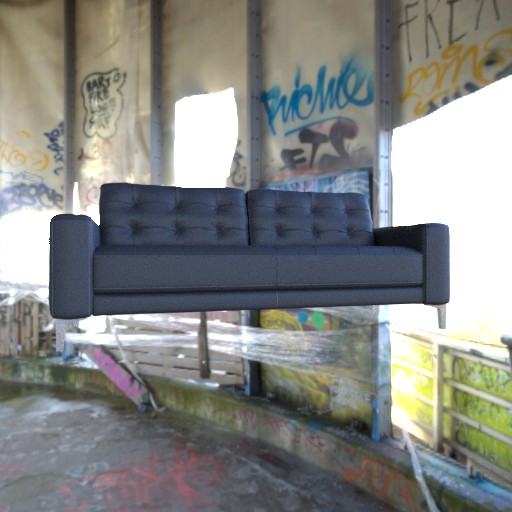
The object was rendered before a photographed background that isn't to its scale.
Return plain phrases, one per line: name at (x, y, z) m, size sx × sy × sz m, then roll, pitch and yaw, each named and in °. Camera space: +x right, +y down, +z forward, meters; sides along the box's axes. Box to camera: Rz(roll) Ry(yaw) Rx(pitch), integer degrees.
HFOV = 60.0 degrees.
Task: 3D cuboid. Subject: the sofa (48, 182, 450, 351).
sofa at (0.000, 0.000, 2.766) m, size 2.275 × 0.893 × 0.833 m, roll 0°, pitch 0°, yaw -17°
